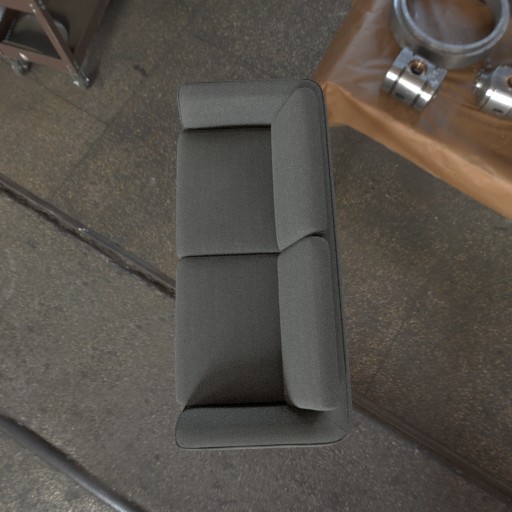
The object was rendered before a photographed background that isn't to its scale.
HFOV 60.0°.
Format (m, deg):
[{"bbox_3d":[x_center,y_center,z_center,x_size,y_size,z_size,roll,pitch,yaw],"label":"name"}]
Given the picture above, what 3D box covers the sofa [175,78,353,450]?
[{"bbox_3d":[0.000,0.000,2.515,0.920,0.850,2.000,-2,76,0],"label":"sofa"}]
